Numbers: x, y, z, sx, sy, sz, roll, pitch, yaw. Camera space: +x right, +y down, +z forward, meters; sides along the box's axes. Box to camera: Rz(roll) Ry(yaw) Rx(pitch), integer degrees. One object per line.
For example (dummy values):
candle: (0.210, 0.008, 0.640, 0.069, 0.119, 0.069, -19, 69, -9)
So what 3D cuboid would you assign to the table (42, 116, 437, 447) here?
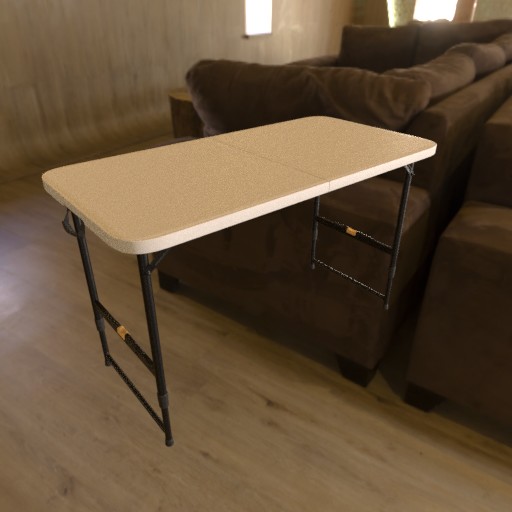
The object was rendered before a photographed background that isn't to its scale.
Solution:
table: (0.000, 0.000, 1.611, 1.245, 0.737, 0.611, -22, 37, -34)
